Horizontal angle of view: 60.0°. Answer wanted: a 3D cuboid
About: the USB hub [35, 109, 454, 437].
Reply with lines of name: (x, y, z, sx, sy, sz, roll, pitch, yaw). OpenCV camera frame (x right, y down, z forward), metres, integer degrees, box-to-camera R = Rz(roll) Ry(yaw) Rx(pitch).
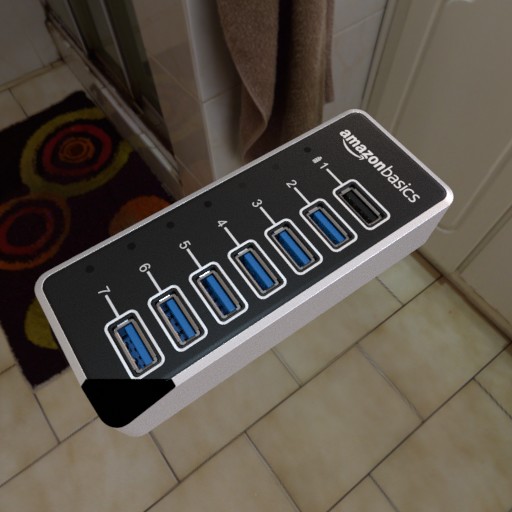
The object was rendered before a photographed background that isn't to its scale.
USB hub: (0.000, 0.000, 0.128, 0.110, 0.023, 0.044, -31, 66, -16)
